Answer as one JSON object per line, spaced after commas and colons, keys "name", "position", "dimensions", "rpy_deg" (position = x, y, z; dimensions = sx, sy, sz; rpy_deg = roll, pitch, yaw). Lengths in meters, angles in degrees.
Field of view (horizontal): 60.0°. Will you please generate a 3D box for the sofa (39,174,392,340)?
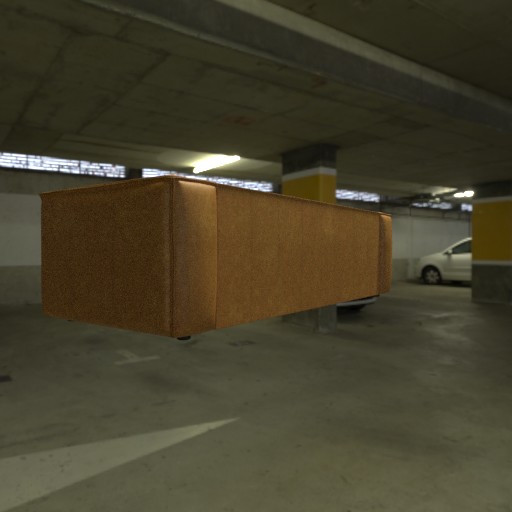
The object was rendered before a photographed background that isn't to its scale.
{"name": "sofa", "position": [0.000, 0.000, 3.091], "dimensions": [1.102, 0.701, 2.581], "rpy_deg": [1, 1, 36]}
